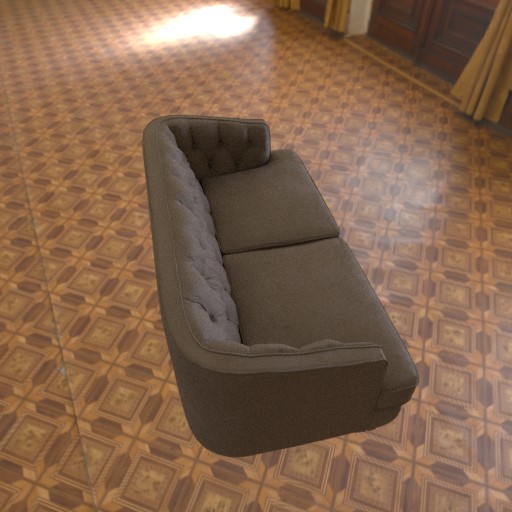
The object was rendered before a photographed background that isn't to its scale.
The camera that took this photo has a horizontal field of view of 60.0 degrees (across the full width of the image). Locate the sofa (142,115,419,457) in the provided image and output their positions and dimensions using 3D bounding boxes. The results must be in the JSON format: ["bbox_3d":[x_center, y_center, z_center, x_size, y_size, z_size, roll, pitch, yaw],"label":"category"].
[{"bbox_3d":[0.000,0.000,2.227,0.941,0.855,1.733,-10,46,-9],"label":"sofa"}]
